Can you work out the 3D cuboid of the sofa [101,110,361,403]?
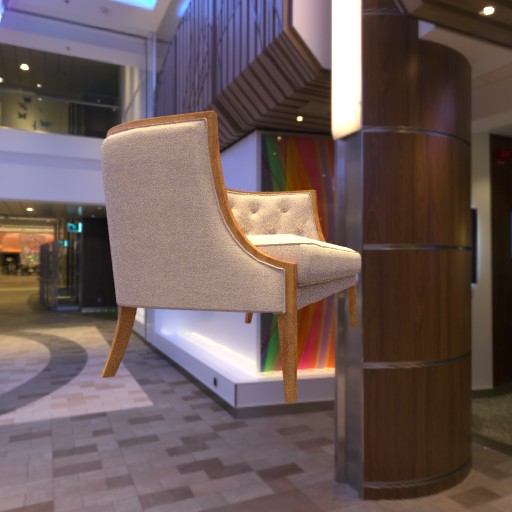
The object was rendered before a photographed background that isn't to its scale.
[{"bbox_3d":[0.000,0.000,1.928,0.770,0.775,1.474,0,-1,19],"label":"sofa"}]
